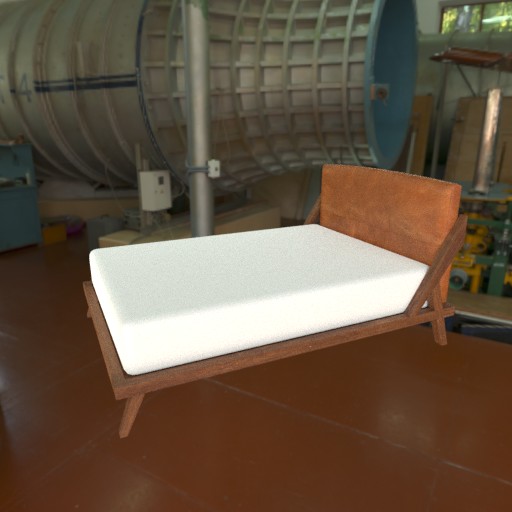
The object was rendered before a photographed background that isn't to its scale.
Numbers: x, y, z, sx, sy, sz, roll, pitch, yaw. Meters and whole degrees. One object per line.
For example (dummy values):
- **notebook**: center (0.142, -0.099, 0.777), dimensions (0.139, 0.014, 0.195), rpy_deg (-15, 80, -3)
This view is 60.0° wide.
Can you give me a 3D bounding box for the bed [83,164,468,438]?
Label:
- **bed**: center (0.000, 0.000, 3.260), dimensions (2.311, 1.168, 1.651), rpy_deg (-8, 19, -24)
